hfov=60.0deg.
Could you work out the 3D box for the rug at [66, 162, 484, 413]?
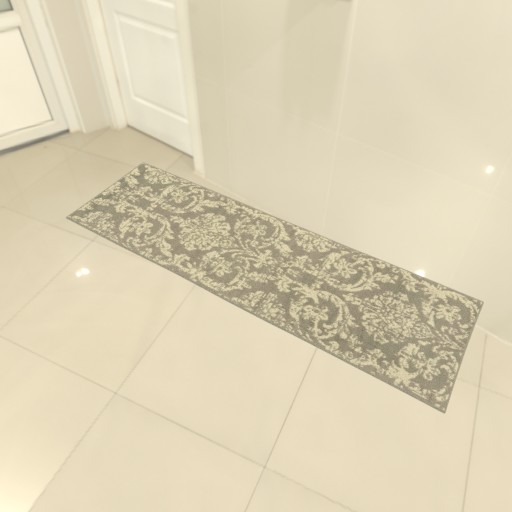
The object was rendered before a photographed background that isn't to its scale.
[{"bbox_3d":[0.000,0.000,2.359,2.196,0.011,0.662,25,51,22],"label":"rug"}]
